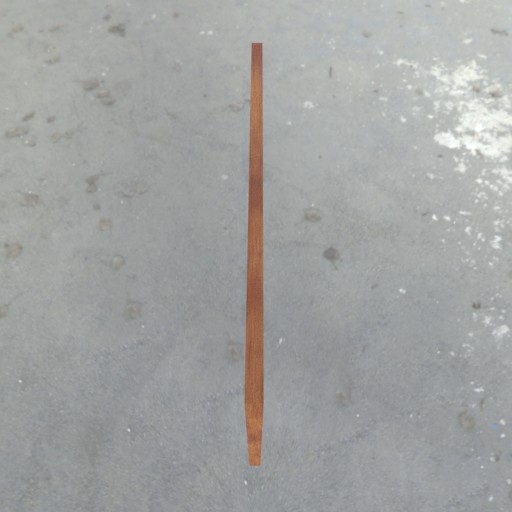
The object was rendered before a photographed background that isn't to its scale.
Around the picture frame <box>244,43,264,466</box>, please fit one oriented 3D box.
[{"bbox_3d":[0.000,0.000,1.200,0.029,0.640,0.950,0,57,0],"label":"picture frame"}]
